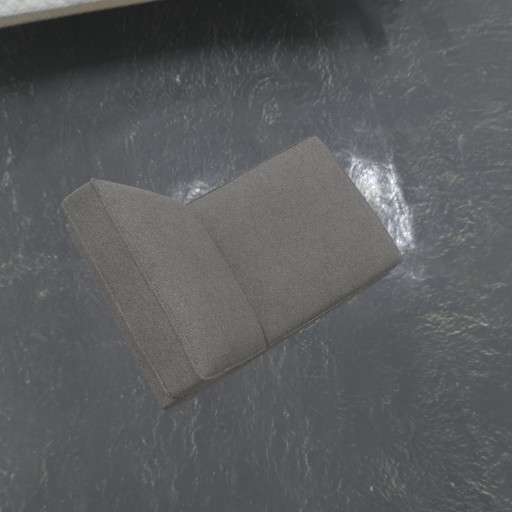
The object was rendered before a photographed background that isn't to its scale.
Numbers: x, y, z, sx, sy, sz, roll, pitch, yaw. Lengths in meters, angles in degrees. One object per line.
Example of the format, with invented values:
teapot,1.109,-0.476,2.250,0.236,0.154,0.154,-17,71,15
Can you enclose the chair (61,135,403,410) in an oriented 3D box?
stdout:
chair,0.000,0.000,1.589,0.938,0.970,0.621,-31,78,-7
